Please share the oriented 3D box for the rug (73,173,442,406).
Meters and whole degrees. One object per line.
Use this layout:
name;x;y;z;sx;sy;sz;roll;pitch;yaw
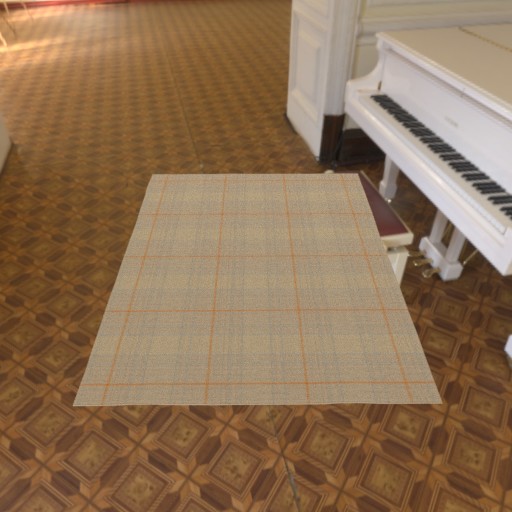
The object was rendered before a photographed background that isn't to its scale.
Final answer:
rug;0.000;0.000;4.090;2.448;0.021;3.051;0;40;0
